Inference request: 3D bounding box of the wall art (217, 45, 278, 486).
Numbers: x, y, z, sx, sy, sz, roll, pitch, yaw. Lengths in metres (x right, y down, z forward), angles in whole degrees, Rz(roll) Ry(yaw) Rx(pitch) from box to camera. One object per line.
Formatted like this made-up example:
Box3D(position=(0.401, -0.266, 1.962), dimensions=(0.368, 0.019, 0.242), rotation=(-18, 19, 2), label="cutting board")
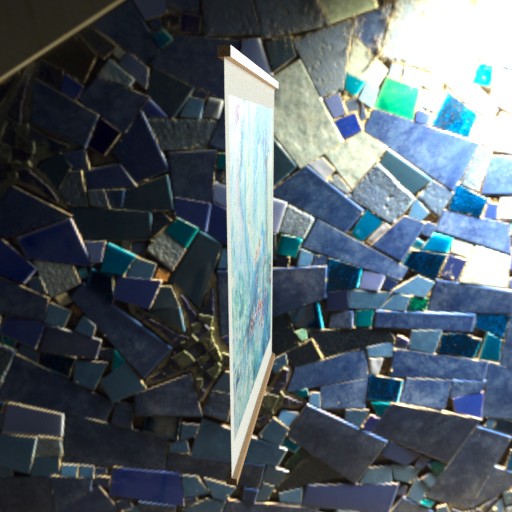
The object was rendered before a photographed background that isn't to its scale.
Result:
Box3D(position=(0.000, 0.000, 1.302), dimensions=(0.027, 1.020, 0.669), rotation=(3, 16, 10), label="wall art")
